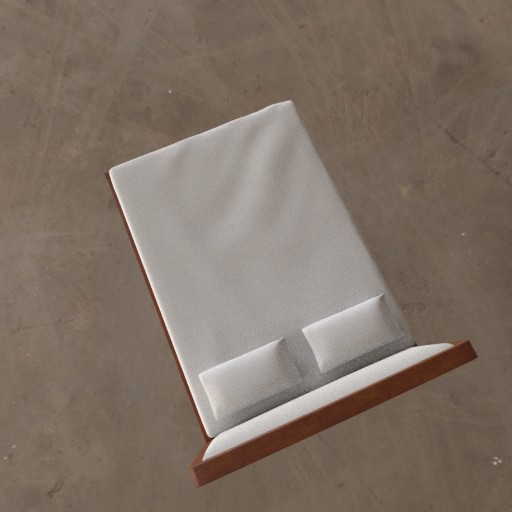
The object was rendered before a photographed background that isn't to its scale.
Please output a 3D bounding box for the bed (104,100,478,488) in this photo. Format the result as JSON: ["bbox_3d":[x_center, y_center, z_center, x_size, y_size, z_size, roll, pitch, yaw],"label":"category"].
[{"bbox_3d":[0.000,0.000,3.063,1.587,1.275,2.196,-23,77,-6],"label":"bed"}]
